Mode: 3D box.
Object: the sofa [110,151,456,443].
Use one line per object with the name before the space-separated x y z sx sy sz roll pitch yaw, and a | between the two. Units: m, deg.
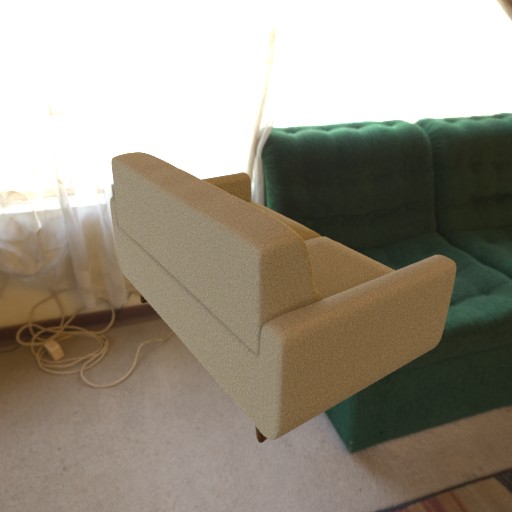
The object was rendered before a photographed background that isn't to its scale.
sofa | 0.000 0.000 2.276 0.952 0.925 1.651 -17 31 -30
